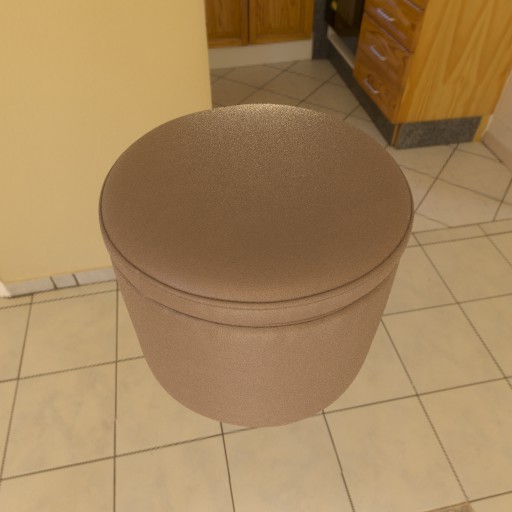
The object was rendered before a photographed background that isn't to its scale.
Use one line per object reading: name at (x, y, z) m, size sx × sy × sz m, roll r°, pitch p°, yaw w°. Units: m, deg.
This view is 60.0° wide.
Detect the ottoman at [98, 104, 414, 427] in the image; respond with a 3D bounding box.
ottoman at (0.000, 0.000, 0.833) m, size 0.500 × 0.409 × 0.500 m, roll 0°, pitch 46°, yaw 0°
